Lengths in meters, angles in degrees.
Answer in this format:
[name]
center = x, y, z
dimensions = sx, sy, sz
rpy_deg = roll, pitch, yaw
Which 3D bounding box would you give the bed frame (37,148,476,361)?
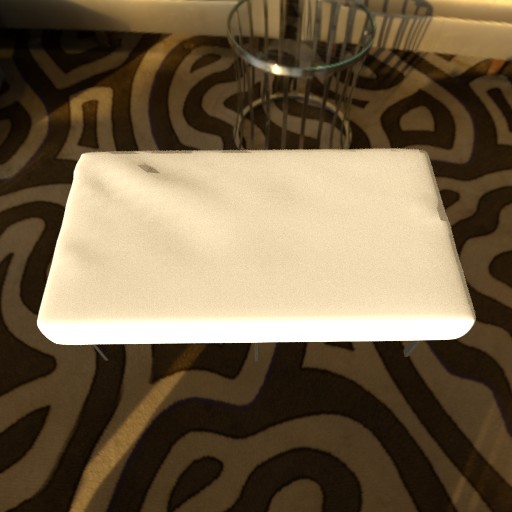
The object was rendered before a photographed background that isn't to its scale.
[bed frame]
center = 0.000, 0.000, 2.359
dimensions = 1.908, 0.640, 1.025
rpy_deg = -1, 58, 0
